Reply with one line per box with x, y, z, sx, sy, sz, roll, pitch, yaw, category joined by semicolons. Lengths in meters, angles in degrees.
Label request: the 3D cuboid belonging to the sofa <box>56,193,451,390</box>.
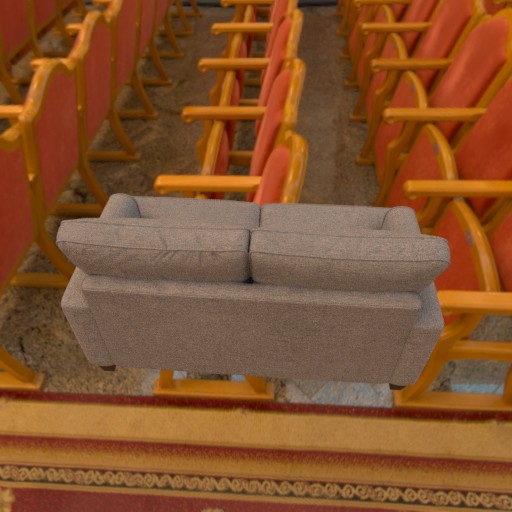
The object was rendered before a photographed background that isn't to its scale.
0.000;0.000;2.253;1.651;0.965;0.965;3;46;3;sofa
